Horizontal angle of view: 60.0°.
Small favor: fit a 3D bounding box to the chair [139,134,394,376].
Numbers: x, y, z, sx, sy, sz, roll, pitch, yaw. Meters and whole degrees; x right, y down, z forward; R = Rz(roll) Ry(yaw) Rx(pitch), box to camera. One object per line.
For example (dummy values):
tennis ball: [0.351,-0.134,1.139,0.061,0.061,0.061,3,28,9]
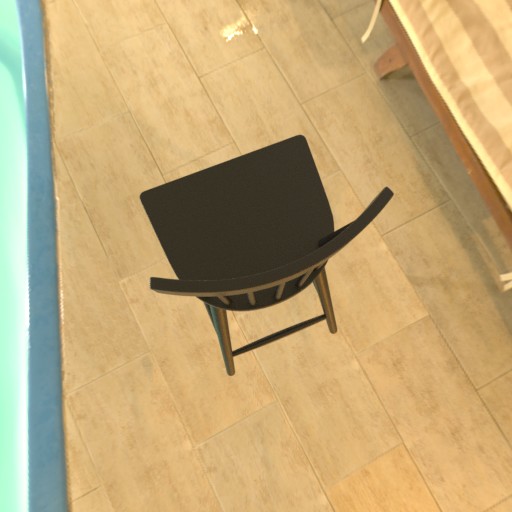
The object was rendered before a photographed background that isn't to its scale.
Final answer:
chair: [0.000,0.000,1.271,0.483,0.952,0.572,-21,77,-5]
